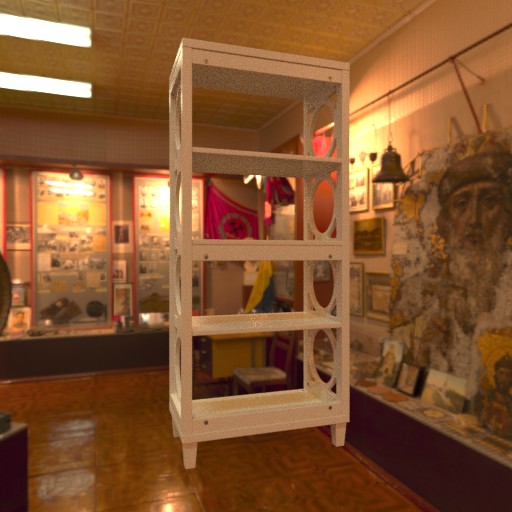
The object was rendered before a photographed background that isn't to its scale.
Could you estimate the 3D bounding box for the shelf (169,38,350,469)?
[{"bbox_3d":[0.000,0.000,1.686,0.611,1.411,0.340,0,0,-18],"label":"shelf"}]
